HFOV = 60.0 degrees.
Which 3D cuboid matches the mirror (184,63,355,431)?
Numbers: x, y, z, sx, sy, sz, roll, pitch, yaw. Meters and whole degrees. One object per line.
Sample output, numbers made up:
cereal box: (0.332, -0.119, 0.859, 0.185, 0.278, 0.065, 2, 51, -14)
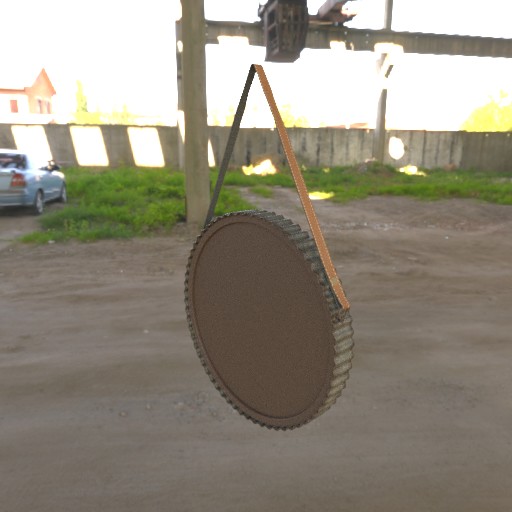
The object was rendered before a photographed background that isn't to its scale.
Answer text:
mirror: (0.000, 0.000, 0.702, 0.042, 0.568, 0.355, -12, 18, -42)
